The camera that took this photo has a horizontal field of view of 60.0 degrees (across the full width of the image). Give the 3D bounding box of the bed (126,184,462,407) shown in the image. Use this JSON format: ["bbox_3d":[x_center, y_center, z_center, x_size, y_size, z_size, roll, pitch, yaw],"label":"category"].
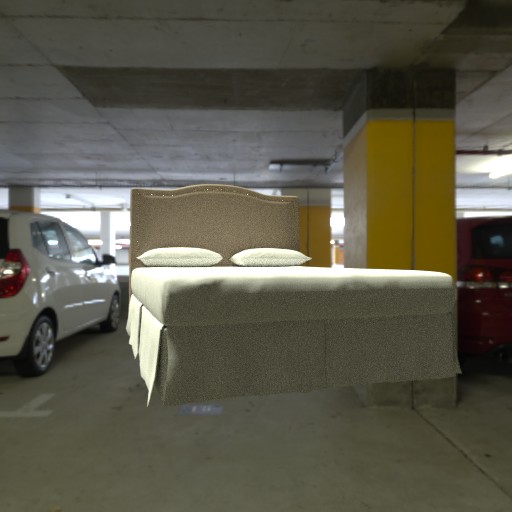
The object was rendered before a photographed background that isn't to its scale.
[{"bbox_3d":[0.000,0.000,3.362,1.821,1.436,2.282,0,-1,-19],"label":"bed"}]
